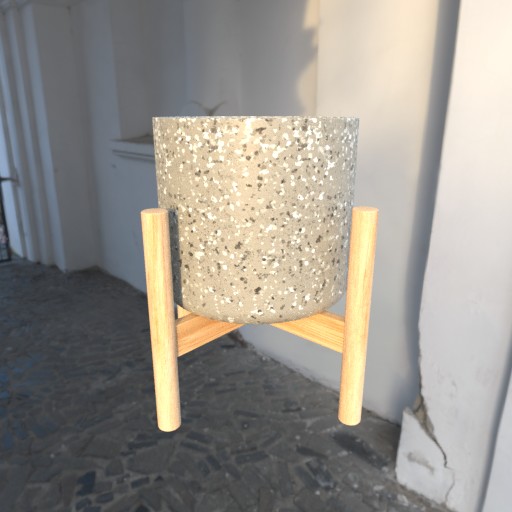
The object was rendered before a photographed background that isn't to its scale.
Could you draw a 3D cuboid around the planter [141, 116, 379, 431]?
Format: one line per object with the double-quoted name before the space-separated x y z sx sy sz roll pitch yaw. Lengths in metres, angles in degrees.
"planter" 0.000 0.000 0.536 0.284 0.320 0.284 -8 20 -24
